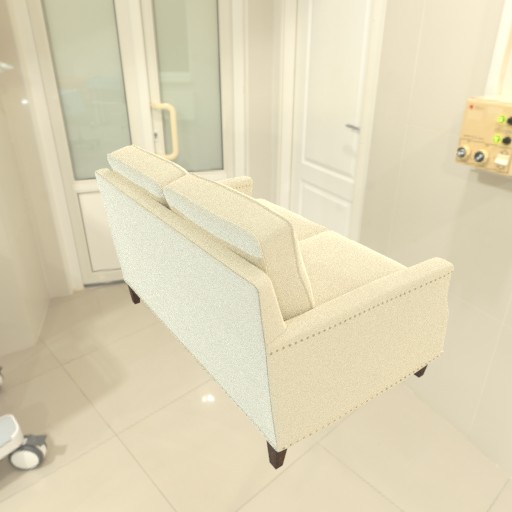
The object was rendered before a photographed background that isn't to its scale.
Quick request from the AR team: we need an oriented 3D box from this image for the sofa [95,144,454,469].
[{"bbox_3d":[0.000,0.000,2.248,1.084,1.003,1.597,-18,32,-31],"label":"sofa"}]
